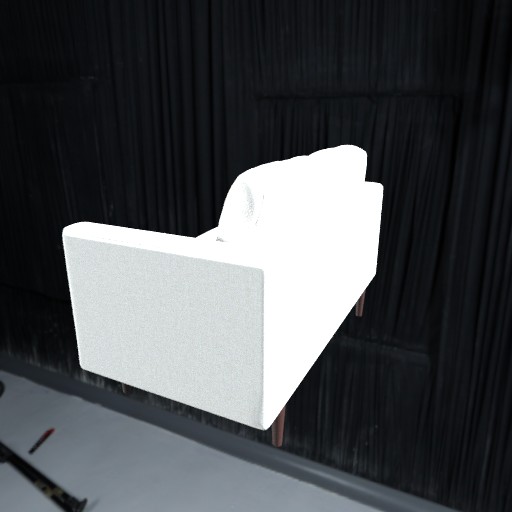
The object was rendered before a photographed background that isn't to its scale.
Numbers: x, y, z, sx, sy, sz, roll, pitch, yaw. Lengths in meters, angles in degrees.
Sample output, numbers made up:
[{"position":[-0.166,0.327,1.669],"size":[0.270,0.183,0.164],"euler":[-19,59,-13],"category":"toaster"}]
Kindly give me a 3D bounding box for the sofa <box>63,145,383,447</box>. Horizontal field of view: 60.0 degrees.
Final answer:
[{"position":[0.000,0.000,1.971],"size":[0.796,0.908,1.430],"euler":[9,20,25],"category":"sofa"}]
